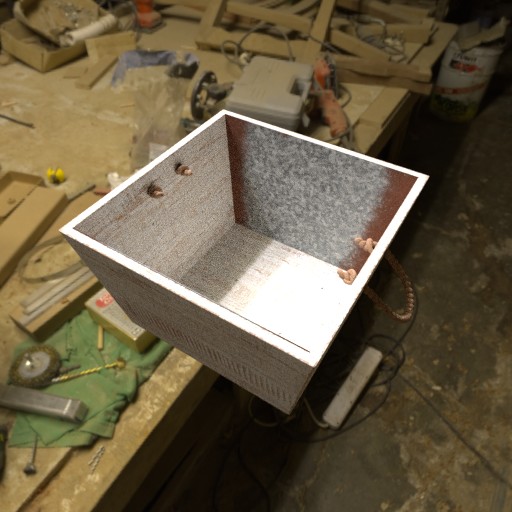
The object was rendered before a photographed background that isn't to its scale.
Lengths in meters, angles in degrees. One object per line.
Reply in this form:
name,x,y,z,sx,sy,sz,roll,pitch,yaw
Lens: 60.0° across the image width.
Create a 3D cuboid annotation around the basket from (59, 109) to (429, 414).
basket,0.000,0.000,0.772,0.545,0.247,0.413,25,51,21
